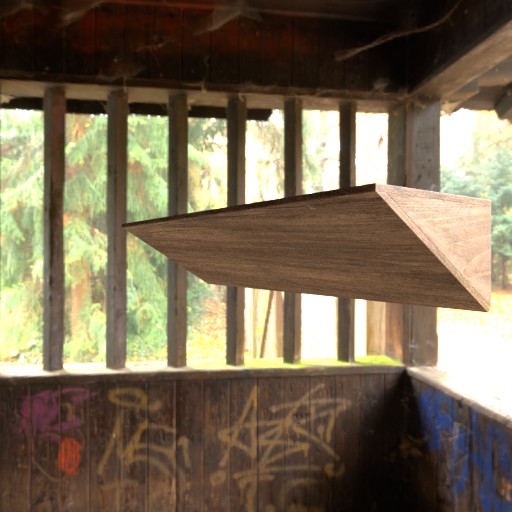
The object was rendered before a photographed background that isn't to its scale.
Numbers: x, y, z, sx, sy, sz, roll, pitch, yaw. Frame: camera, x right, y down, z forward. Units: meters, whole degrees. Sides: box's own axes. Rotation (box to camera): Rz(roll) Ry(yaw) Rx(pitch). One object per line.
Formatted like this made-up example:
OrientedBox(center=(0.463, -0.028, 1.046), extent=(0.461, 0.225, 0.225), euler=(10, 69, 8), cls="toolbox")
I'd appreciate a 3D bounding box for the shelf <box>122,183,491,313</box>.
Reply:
OrientedBox(center=(0.000, 0.000, 0.679), extent=(0.200, 0.125, 0.610), euler=(0, 0, -36), cls="shelf")
